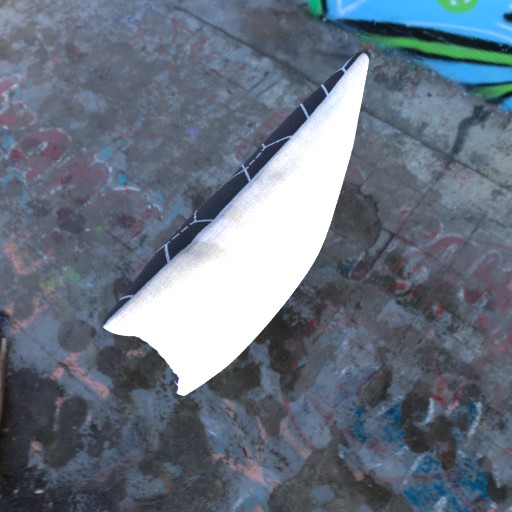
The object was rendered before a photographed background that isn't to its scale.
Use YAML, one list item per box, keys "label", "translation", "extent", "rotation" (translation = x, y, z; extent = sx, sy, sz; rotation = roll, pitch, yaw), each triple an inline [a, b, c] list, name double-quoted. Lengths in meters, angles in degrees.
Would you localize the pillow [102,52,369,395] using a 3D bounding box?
- label: "pillow"
  translation: [0.000, 0.000, 0.778]
  extent: [0.158, 0.508, 0.517]
  rotation: [35, 69, 15]
